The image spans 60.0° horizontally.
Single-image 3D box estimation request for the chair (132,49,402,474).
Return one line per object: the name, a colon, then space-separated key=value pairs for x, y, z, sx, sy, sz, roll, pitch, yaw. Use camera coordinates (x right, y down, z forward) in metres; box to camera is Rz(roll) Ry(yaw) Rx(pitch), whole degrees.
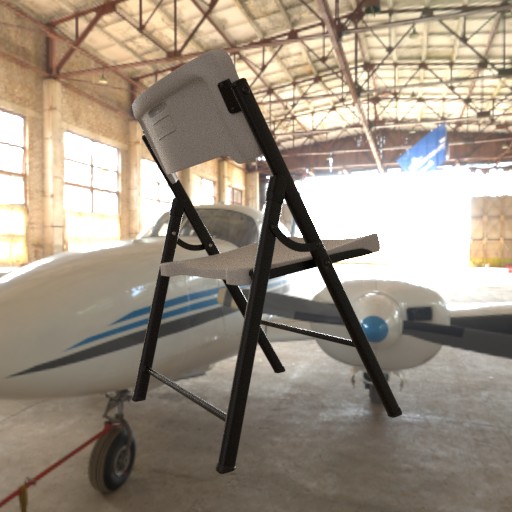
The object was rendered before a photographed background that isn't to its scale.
chair: x=0.000 y=0.000 z=1.104 sx=0.577 sy=0.765 sz=0.482 roll=-1 pitch=1 yaw=-34
